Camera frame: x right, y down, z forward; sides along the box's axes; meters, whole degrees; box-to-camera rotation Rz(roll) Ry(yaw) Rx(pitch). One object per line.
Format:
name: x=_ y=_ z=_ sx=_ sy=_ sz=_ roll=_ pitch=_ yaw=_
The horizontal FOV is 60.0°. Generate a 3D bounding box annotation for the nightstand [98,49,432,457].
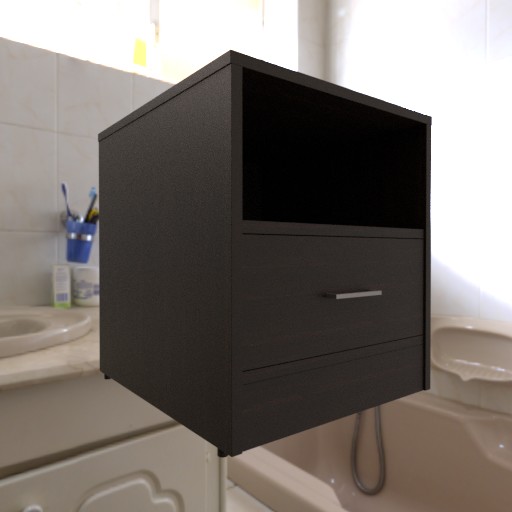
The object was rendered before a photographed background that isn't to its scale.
nightstand: x=0.000 y=0.000 z=0.780 sx=0.400 sy=0.460 sz=0.461 roll=-1 pitch=1 yaw=-37
